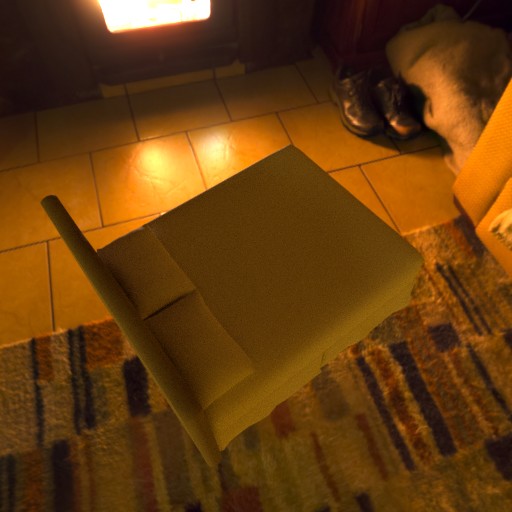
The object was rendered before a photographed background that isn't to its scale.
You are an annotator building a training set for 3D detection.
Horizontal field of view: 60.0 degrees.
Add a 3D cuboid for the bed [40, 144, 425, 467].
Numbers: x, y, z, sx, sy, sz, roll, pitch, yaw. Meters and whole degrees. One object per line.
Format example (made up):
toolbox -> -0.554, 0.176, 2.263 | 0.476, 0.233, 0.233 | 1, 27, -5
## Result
bed -> 0.000, 0.000, 3.258 | 2.128, 1.441, 1.744 | -33, 63, -20
